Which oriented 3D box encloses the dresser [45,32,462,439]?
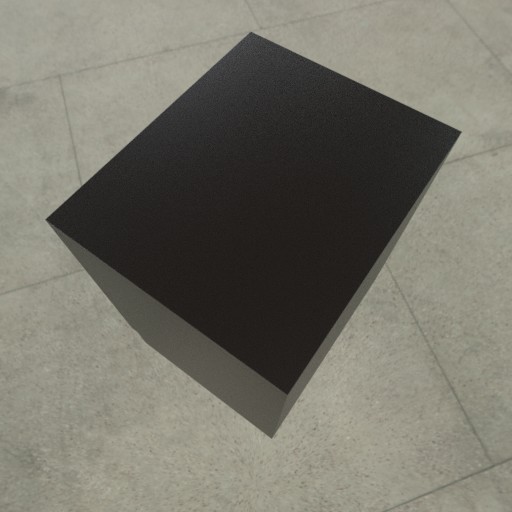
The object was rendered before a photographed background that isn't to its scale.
[{"bbox_3d":[0.000,0.000,0.748,0.360,0.470,0.400,33,67,15],"label":"dresser"}]
